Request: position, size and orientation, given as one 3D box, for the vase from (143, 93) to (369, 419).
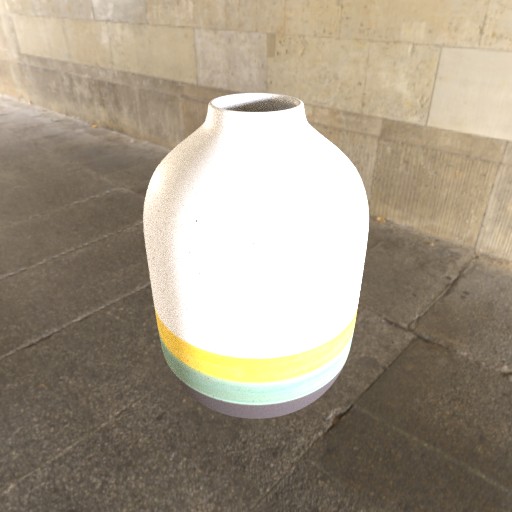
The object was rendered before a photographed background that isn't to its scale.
[{"bbox_3d":[0.000,0.000,0.358,0.169,0.240,0.169,0,31,0],"label":"vase"}]
